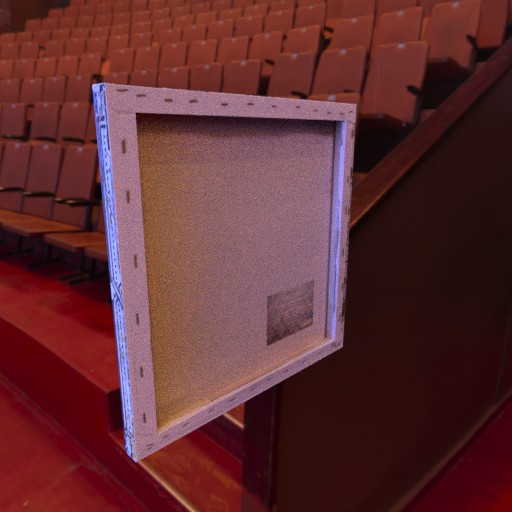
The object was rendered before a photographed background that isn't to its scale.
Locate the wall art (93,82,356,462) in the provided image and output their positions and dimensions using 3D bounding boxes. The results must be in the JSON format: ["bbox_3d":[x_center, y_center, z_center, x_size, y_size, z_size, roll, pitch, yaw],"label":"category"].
[{"bbox_3d":[0.000,0.000,0.893,0.609,0.607,0.036,-15,21,-43],"label":"wall art"}]
